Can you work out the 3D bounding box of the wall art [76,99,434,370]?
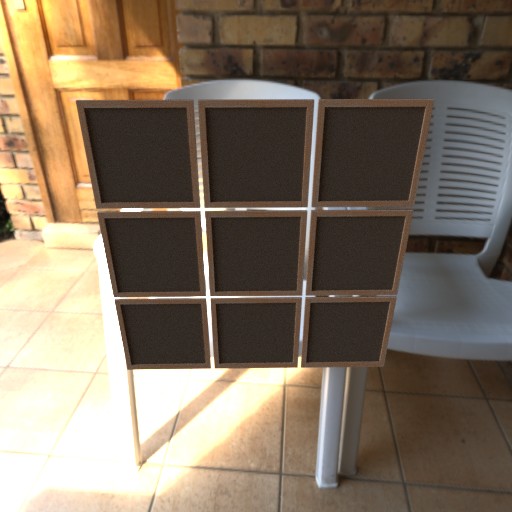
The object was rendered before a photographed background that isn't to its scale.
[{"bbox_3d":[0.000,0.000,2.257,1.520,1.525,0.013,0,30,-1],"label":"wall art"}]
